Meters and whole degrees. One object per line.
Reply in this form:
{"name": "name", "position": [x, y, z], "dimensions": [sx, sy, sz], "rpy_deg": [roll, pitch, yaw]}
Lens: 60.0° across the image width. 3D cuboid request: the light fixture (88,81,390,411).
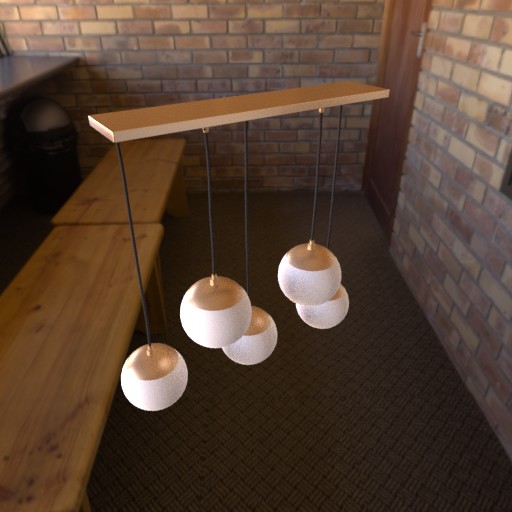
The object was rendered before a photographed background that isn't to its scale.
{"name": "light fixture", "position": [0.000, 0.000, 1.291], "dimensions": [0.863, 0.869, 0.299], "rpy_deg": [-19, 36, -29]}
